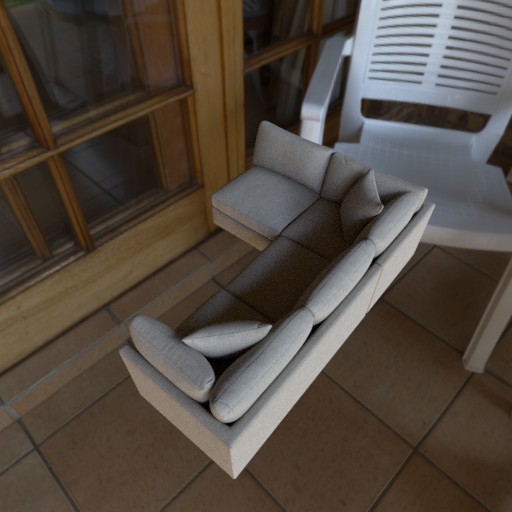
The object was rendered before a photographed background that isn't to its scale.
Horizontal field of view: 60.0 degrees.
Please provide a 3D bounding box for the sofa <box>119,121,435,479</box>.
[{"bbox_3d":[0.000,0.000,3.957,1.994,0.978,2.896,31,54,26],"label":"sofa"}]
